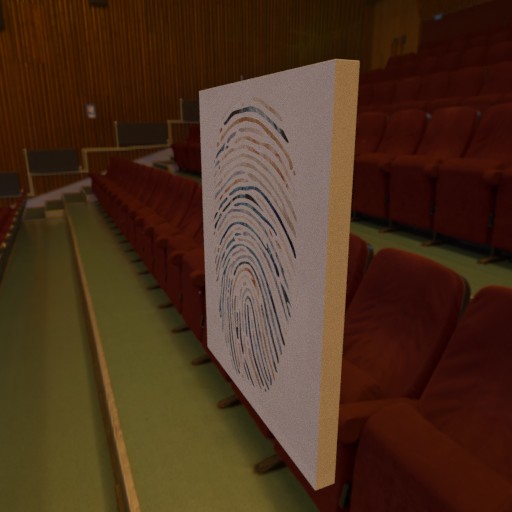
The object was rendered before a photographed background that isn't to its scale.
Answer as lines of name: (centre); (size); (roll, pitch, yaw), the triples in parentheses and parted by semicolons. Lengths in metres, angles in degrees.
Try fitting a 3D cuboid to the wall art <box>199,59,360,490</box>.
wall art: (0.000, 0.000, 0.819); (0.037, 0.606, 0.508); (-7, 18, -24)
